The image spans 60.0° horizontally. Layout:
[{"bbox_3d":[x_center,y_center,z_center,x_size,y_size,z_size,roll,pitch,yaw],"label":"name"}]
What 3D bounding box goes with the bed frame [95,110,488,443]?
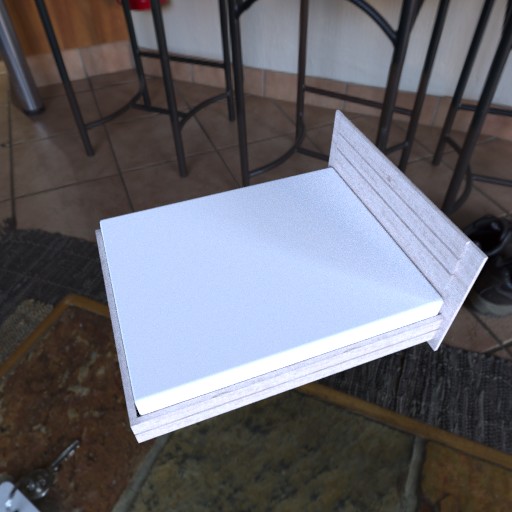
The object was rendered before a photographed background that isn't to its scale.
[{"bbox_3d":[0.000,0.000,3.098,2.080,0.970,1.750,-15,48,-14],"label":"bed frame"}]
